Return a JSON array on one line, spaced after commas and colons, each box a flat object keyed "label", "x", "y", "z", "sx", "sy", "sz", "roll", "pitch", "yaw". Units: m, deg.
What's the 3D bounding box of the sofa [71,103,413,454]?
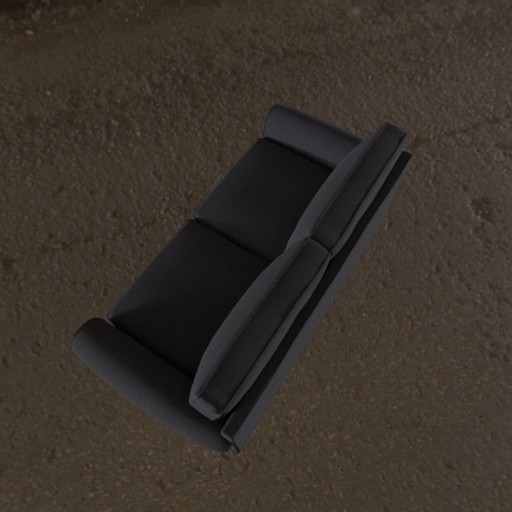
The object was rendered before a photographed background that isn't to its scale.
[{"label": "sofa", "x": 0.000, "y": 0.000, "z": 2.533, "sx": 0.951, "sy": 1.031, "sz": 2.009, "roll": 30, "pitch": 67, "yaw": 15}]
